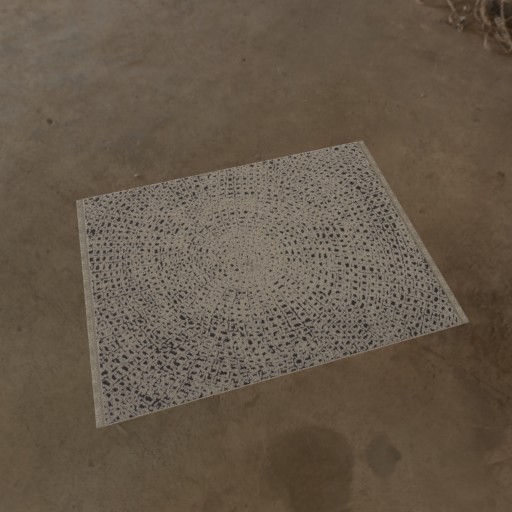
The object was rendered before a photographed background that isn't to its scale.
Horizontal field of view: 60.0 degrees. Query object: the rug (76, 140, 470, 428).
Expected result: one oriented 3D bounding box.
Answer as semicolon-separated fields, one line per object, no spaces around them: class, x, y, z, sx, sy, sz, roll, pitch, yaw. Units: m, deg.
rug;0.000;0.000;2.155;1.634;0.003;1.190;-14;59;-8
